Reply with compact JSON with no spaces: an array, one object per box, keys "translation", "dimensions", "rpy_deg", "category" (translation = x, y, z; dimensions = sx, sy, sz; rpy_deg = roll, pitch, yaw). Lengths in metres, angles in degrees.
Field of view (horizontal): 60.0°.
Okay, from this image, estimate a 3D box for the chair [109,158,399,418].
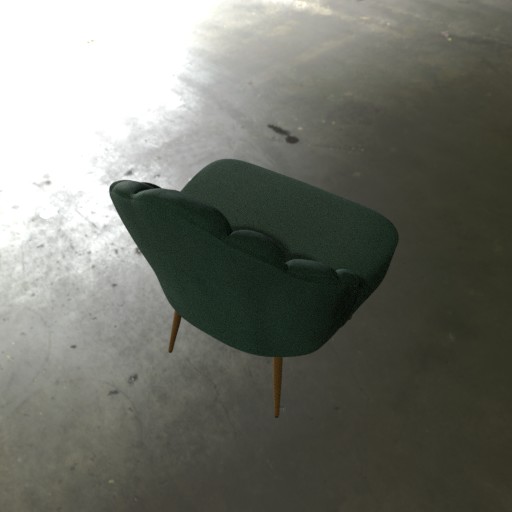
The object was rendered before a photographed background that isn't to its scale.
[{"translation":[0.000,0.000,1.250],"dimensions":[0.657,0.819,0.599],"rpy_deg":[25,52,21],"category":"chair"}]
